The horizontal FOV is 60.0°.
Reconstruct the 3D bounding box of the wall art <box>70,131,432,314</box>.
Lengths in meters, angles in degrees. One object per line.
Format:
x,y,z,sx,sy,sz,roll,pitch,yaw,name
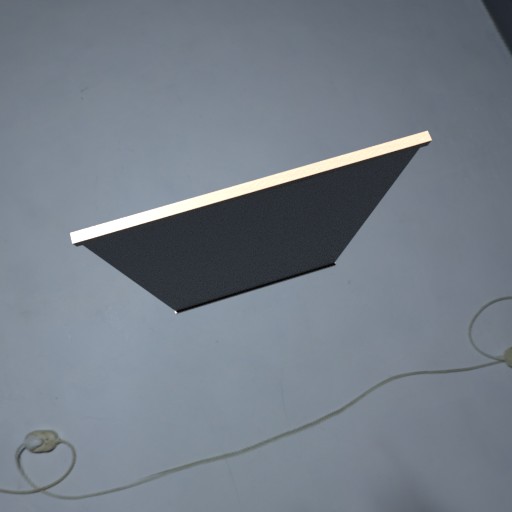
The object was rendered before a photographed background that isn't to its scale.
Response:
0.000,0.000,1.908,0.990,1.519,0.030,-17,76,-4,wall art
